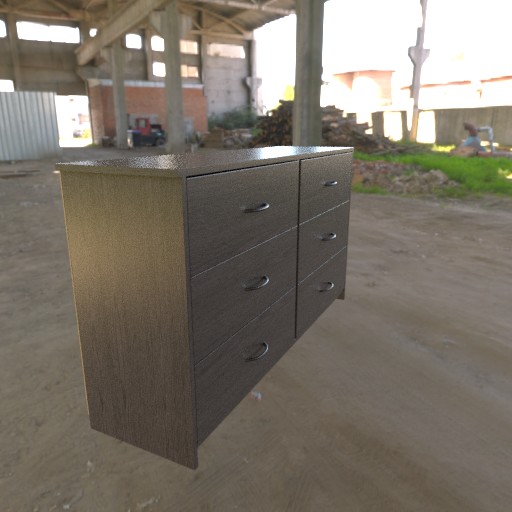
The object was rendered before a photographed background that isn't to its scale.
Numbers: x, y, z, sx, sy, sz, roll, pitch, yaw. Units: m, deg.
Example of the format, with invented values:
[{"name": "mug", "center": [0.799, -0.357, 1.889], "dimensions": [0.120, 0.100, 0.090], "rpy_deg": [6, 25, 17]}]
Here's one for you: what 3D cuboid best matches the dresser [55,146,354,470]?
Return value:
[{"name": "dresser", "center": [0.000, 0.000, 1.666], "dimensions": [0.401, 0.755, 1.360], "rpy_deg": [8, 18, 26]}]
